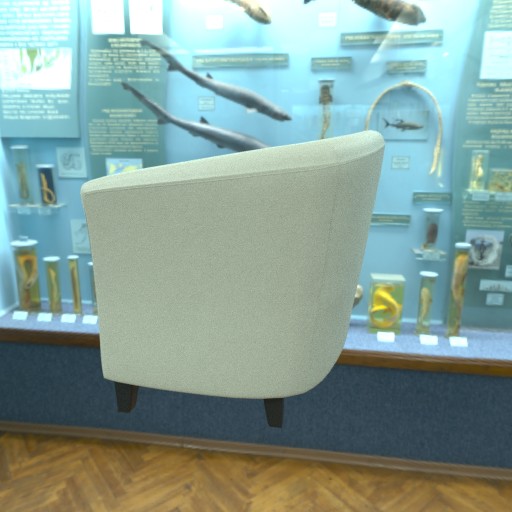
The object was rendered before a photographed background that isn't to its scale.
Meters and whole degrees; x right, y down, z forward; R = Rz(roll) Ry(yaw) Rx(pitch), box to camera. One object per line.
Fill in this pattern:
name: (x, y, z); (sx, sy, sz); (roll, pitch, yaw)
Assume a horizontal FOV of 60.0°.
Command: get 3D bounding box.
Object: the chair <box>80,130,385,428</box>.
chair: (0.000, 0.000, 1.394); (0.727, 0.756, 0.792); (2, 14, 9)
